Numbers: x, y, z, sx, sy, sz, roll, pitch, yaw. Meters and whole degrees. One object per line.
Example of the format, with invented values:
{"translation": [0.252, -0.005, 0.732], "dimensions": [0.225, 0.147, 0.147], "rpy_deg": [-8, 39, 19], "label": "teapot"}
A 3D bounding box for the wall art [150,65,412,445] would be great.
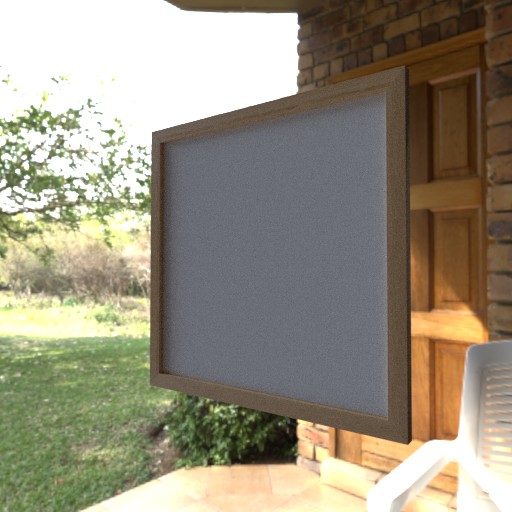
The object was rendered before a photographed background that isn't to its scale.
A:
{"translation": [0.000, 0.000, 1.121], "dimensions": [0.762, 0.762, 0.027], "rpy_deg": [-1, -2, 36], "label": "wall art"}
